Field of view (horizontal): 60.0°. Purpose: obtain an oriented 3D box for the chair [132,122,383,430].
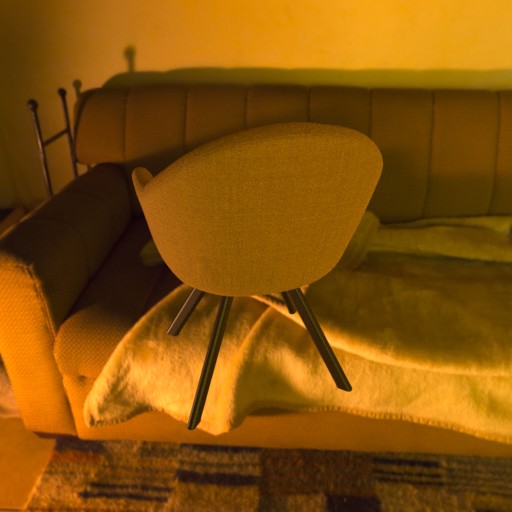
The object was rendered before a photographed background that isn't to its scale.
[{"bbox_3d":[0.000,0.000,1.214,0.590,0.795,0.550,-8,29,-15],"label":"chair"}]
